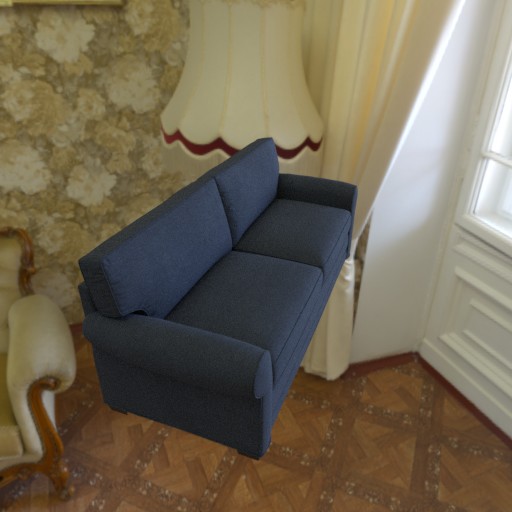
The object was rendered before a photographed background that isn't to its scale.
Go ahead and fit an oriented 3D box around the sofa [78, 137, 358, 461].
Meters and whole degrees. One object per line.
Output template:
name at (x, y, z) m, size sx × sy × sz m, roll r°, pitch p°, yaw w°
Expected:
sofa at (0.000, 0.000, 2.940) m, size 0.954 × 1.026 × 2.391 m, roll 11°, pitch 31°, yaw 18°
